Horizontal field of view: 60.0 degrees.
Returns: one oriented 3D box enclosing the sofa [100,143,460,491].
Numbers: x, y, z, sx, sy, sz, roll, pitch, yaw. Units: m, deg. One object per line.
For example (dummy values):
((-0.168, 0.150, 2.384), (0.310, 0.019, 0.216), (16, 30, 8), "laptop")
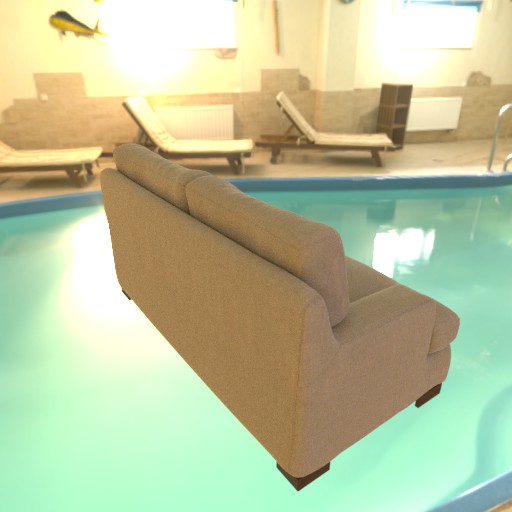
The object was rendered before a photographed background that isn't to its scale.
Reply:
((0.000, 0.000, 2.308), (0.962, 0.980, 1.855), (-17, 30, -32), "sofa")
